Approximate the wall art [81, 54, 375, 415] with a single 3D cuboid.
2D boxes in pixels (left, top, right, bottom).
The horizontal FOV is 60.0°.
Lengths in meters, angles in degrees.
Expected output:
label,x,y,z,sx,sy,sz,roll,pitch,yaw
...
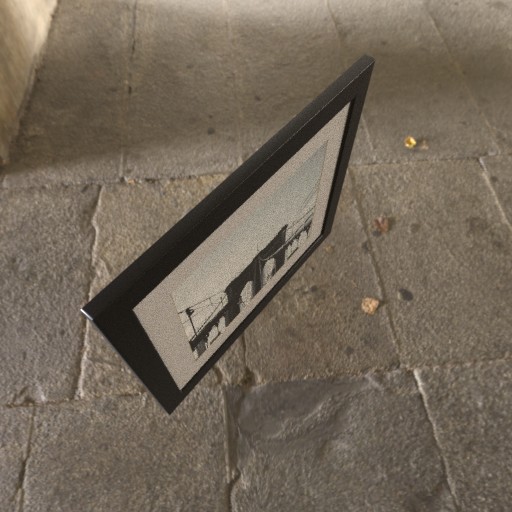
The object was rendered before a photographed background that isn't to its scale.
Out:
label,x,y,z,sx,sy,sz,roll,pitch,yaw
wall art,0.000,0.000,0.728,0.018,0.450,0.521,35,65,19
